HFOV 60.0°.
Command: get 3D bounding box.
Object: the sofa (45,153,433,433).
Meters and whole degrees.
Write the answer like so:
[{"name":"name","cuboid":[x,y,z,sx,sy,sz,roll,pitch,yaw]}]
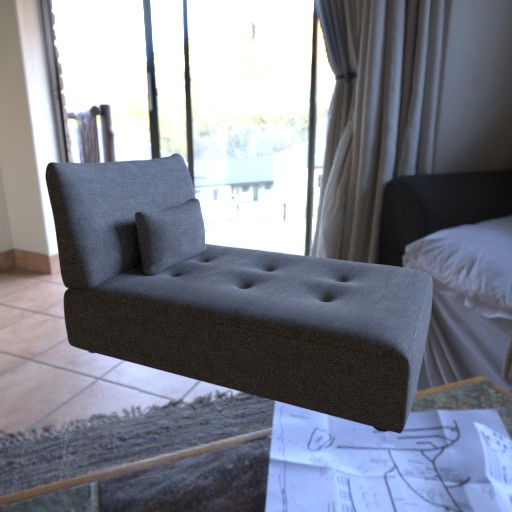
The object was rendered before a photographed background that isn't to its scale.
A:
[{"name":"sofa","cuboid":[0.000,0.000,1.942,1.450,0.820,0.930,7,17,24]}]
